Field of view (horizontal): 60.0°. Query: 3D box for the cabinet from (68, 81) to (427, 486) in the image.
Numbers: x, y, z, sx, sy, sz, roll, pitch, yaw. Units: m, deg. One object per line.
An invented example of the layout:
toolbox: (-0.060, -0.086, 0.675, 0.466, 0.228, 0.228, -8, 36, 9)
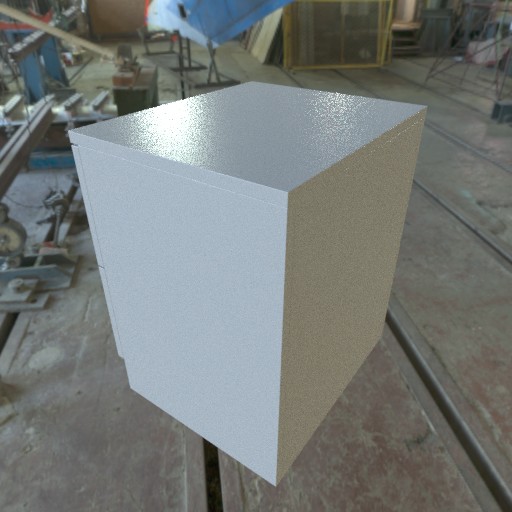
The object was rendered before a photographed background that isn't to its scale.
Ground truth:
cabinet: (0.000, 0.000, 0.755, 0.360, 0.470, 0.400, 21, 38, 30)
